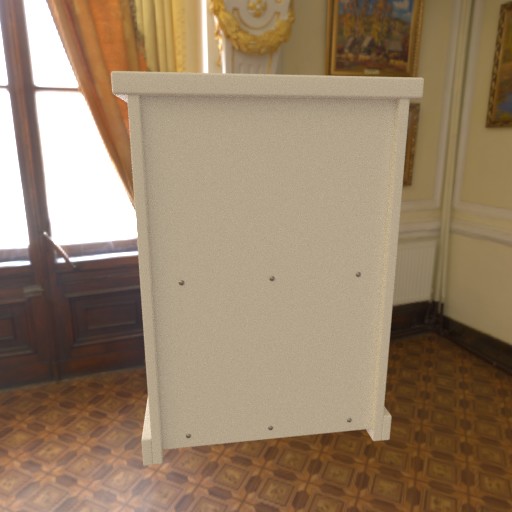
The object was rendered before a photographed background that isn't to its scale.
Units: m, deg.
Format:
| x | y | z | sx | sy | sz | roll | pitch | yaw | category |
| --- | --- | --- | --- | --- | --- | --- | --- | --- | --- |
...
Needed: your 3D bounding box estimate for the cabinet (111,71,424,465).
| x | y | z | sx | sy | sz | roll | pitch | yaw | category |
| --- | --- | --- | --- | --- | --- | --- | --- | --- | --- |
| 0.000 | 0.000 | 1.019 | 0.520 | 0.723 | 0.431 | -2 | 15 | -8 | cabinet |
